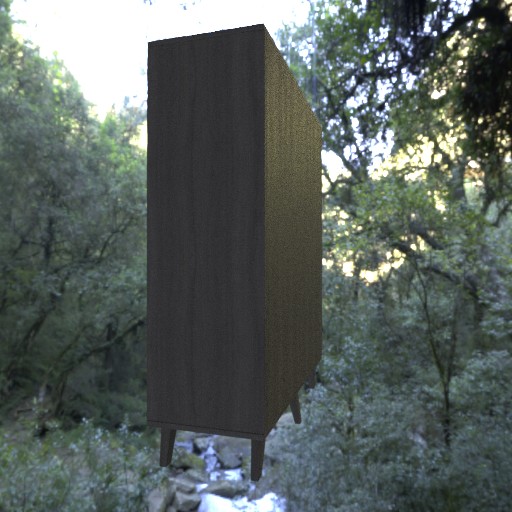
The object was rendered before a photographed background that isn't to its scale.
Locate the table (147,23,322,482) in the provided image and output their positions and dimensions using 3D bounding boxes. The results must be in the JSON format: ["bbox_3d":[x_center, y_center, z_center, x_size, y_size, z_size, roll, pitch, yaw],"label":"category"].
[{"bbox_3d":[0.000,0.000,1.905,0.398,1.388,1.111,0,0,17],"label":"table"}]
